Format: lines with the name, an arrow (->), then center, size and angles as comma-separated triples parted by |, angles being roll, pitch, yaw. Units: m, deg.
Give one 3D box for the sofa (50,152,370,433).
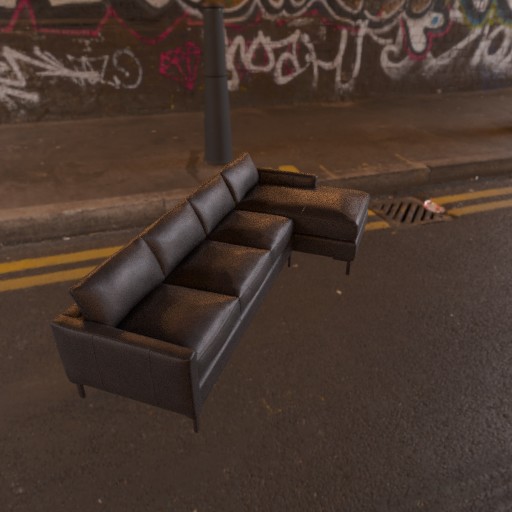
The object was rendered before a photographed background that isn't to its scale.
sofa -> 0.000, 0.000, 3.642 | 1.471, 0.859, 2.993 | 10, 32, 17
